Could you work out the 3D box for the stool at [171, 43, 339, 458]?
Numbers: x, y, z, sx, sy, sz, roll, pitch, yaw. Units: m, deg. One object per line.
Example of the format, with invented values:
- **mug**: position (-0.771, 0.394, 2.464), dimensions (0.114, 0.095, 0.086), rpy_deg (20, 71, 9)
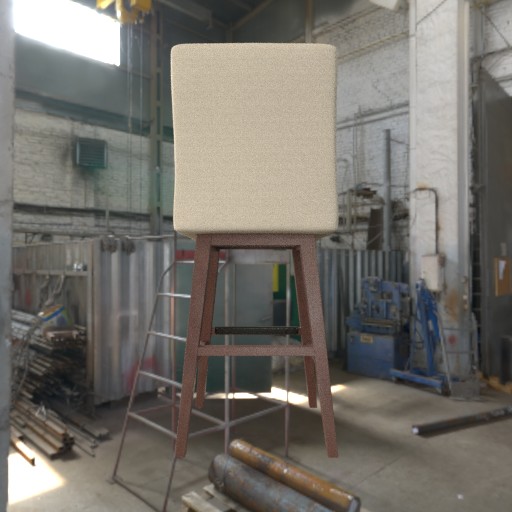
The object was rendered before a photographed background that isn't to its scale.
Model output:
- **stool**: position (0.000, 0.000, 1.393), dimensions (0.483, 1.093, 0.559), rpy_deg (0, -1, 0)
